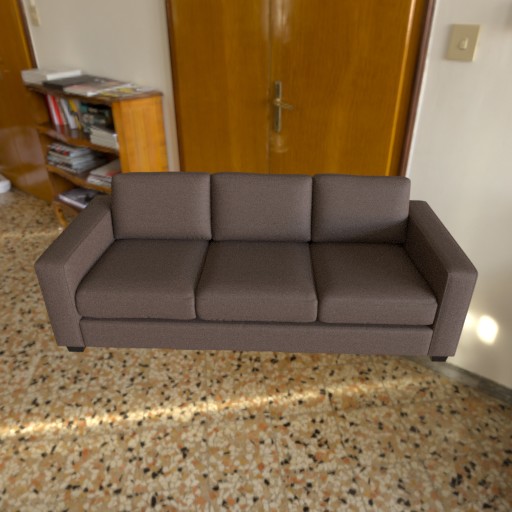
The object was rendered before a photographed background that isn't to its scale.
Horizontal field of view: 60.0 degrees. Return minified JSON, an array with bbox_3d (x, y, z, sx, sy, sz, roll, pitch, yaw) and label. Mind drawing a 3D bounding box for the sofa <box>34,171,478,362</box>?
[{"bbox_3d":[0.000,0.000,2.593,2.160,0.806,0.900,1,30,2],"label":"sofa"}]
